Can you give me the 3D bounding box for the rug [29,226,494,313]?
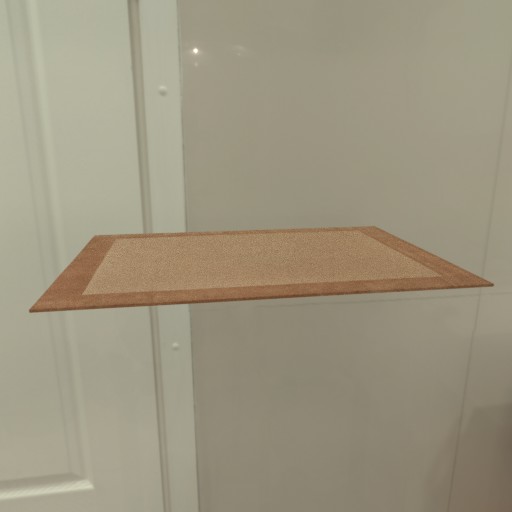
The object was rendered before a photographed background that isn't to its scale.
[{"bbox_3d":[0.000,0.000,2.294,1.829,0.014,1.219,-2,16,-9],"label":"rug"}]
